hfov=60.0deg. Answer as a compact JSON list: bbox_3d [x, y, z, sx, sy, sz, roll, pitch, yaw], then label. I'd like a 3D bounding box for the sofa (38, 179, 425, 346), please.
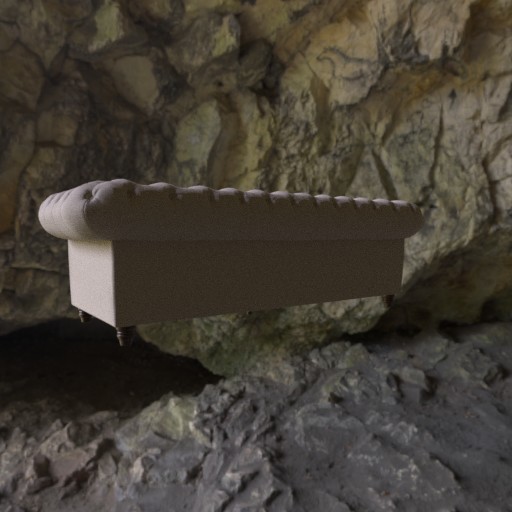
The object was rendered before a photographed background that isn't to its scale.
[{"bbox_3d":[0.000,0.000,3.137,2.694,0.847,1.076,-2,3,-35],"label":"sofa"}]
